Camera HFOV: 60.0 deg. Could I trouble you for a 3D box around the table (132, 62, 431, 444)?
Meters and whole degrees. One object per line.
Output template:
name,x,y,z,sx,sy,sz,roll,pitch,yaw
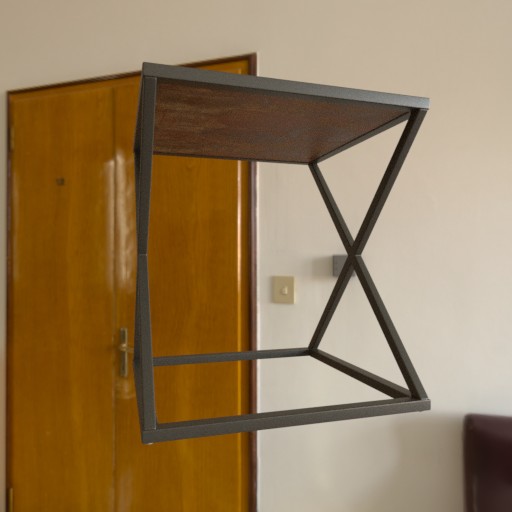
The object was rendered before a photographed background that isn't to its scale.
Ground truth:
table,0.000,0.000,0.958,0.500,0.565,0.500,0,0,-17
